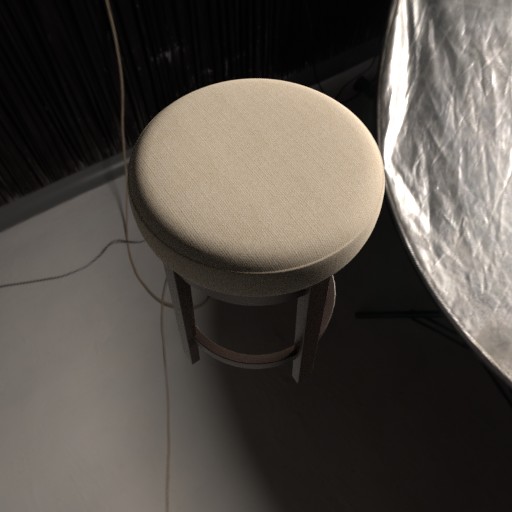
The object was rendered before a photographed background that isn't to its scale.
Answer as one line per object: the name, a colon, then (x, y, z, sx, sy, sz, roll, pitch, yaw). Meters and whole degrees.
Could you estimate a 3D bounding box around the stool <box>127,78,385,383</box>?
stool: (0.000, 0.000, 0.986, 0.449, 0.655, 0.449, 0, 59, 0)
